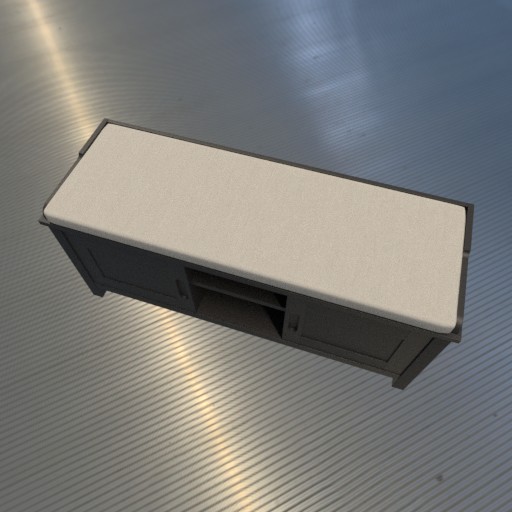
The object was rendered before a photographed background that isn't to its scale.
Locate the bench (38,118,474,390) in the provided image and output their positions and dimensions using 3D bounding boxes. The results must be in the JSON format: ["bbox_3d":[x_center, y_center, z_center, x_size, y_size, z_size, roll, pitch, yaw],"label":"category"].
[{"bbox_3d":[0.000,0.000,1.405,1.140,0.501,0.398,15,59,10],"label":"bench"}]
